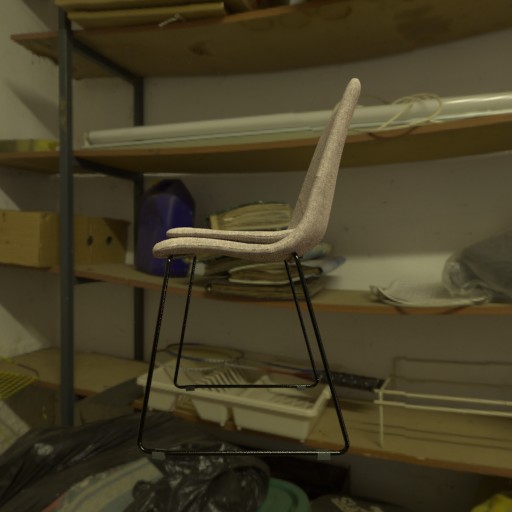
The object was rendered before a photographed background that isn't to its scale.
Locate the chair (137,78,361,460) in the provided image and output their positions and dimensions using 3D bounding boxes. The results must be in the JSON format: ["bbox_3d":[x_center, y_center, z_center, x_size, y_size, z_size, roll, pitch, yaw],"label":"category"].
[{"bbox_3d":[0.000,0.000,1.172,0.518,0.858,0.479,0,1,0],"label":"chair"}]
